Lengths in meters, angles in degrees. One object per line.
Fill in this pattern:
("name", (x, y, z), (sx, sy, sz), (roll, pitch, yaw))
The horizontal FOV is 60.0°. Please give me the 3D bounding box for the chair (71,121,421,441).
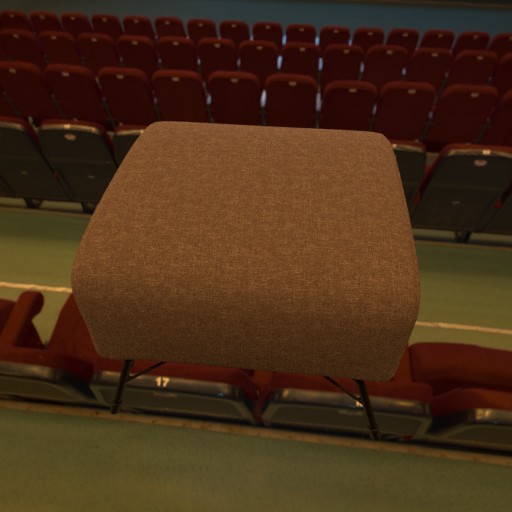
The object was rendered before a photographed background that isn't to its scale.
("chair", (0.000, 0.000, 0.899), (0.530, 0.410, 0.530), (4, 45, 4))
